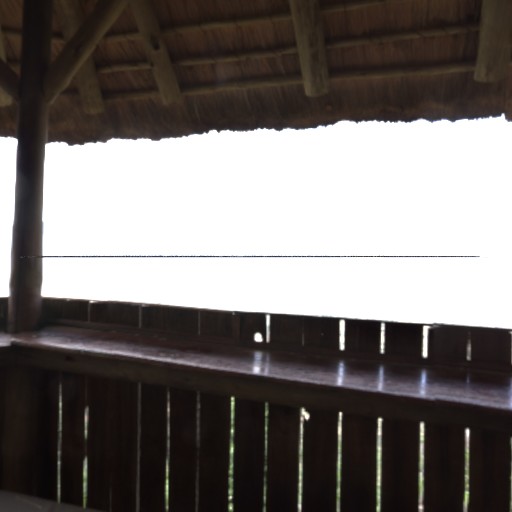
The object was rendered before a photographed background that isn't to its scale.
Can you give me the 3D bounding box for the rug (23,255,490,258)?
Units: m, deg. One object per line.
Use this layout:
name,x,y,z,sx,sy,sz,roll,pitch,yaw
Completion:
rug,0.000,0.000,3.852,2.910,0.013,2.256,0,0,0
